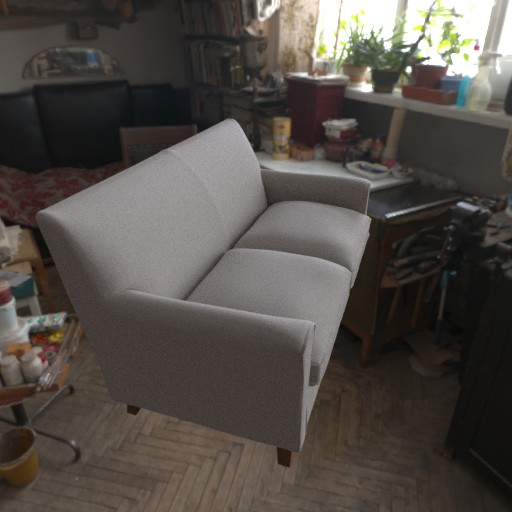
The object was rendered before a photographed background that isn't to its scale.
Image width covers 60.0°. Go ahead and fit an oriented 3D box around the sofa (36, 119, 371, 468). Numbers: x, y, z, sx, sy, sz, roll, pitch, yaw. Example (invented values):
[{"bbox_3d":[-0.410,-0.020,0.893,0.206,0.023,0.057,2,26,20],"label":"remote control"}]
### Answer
[{"bbox_3d":[0.000,0.000,2.010,0.888,0.890,1.482,10,30,17],"label":"sofa"}]
